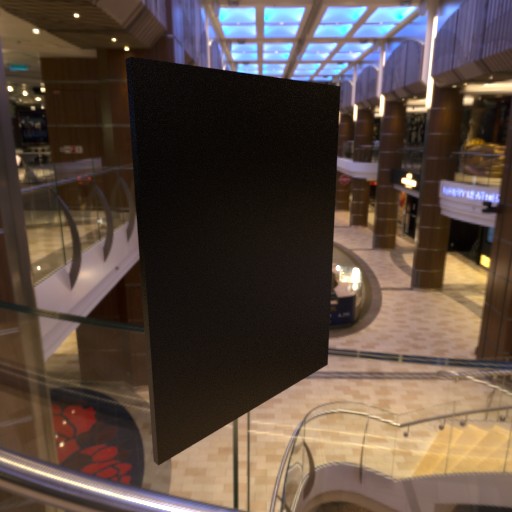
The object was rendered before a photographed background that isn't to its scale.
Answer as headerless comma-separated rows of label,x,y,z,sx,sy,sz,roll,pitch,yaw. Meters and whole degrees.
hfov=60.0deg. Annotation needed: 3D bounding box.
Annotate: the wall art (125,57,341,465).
wall art,0.000,0.000,0.765,0.013,0.582,0.442,14,21,43
